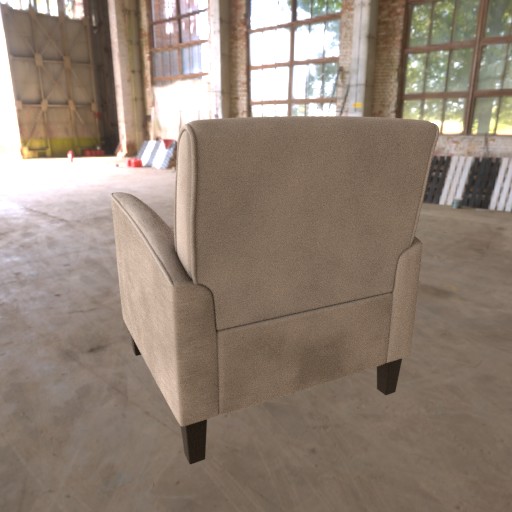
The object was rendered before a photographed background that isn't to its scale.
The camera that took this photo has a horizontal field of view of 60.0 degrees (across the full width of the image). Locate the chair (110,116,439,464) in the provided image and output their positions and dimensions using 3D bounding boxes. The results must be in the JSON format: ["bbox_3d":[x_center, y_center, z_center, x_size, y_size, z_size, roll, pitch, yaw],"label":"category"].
[{"bbox_3d":[0.000,0.000,1.530,0.820,0.915,0.821,-8,19,-26],"label":"chair"}]
